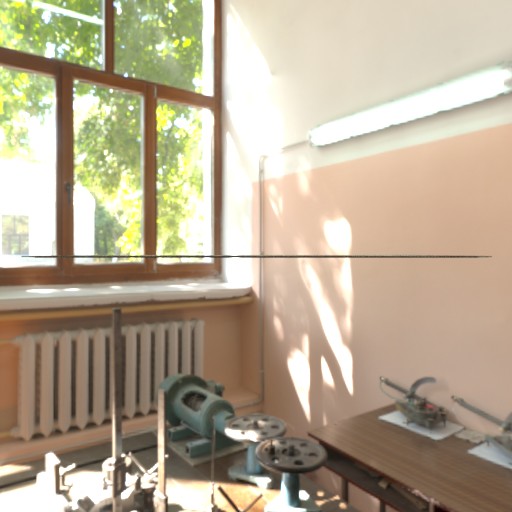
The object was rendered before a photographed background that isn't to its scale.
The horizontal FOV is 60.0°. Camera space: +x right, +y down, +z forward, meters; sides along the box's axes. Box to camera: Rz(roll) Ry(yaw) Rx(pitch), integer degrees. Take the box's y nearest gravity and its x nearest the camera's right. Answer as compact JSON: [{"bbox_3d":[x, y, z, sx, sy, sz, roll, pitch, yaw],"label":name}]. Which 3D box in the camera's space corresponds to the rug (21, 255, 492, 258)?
[{"bbox_3d":[0.000,0.000,4.266,3.422,0.015,2.143,0,0,0],"label":"rug"}]
